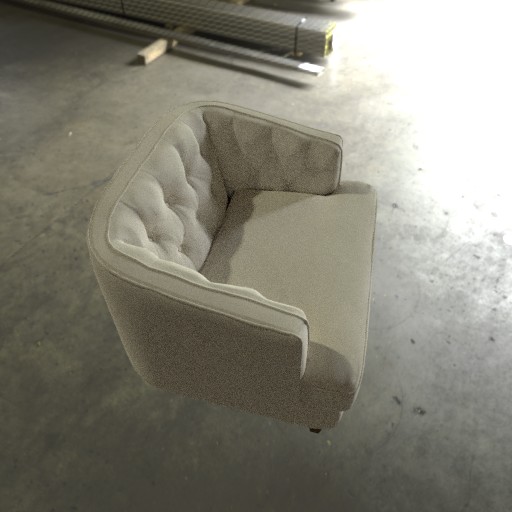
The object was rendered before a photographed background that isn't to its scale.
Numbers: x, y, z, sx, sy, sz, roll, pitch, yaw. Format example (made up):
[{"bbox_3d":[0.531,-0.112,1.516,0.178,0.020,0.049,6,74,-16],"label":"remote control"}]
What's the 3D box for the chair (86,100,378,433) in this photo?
[{"bbox_3d":[0.000,0.000,1.813,0.941,0.852,1.104,10,48,9],"label":"chair"}]
